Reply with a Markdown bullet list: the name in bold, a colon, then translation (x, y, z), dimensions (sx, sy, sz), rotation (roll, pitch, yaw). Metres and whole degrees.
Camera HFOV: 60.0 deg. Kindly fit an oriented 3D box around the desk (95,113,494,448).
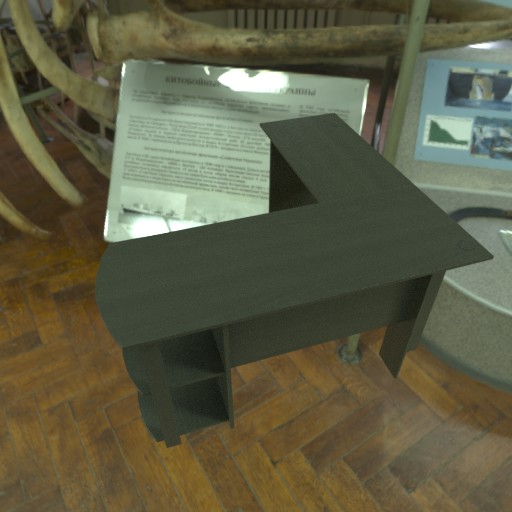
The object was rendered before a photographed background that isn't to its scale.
- **desk**: translation (0.000, 0.000, 2.121), dimensions (1.361, 0.716, 1.303), rotation (-12, 42, -13)
